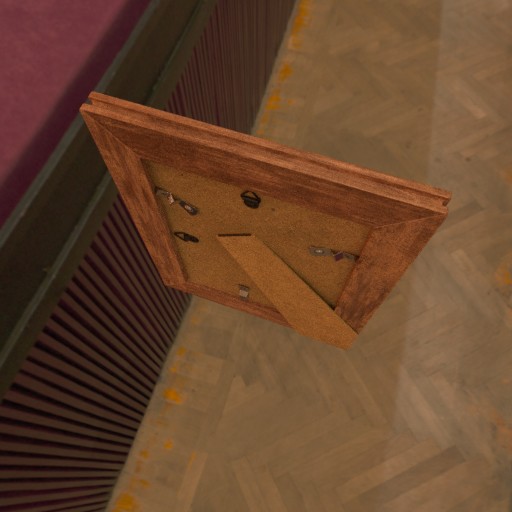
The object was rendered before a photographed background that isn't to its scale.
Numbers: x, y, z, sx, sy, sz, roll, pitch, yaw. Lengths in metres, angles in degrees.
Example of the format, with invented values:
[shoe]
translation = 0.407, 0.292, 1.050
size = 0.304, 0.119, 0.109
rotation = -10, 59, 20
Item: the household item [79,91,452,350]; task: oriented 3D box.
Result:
[household item]
translation = 0.000, 0.000, 0.320
size = 0.186, 0.237, 0.018
rotation = 18, 65, 8
